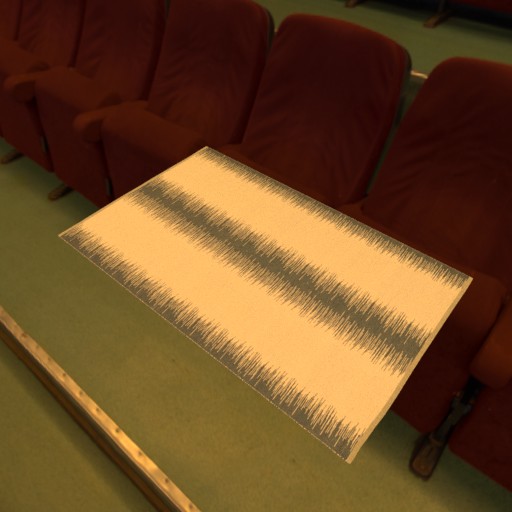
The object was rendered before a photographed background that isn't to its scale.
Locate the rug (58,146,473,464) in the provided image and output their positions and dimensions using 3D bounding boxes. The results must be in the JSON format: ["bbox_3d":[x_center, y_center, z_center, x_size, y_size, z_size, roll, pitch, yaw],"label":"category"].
[{"bbox_3d":[0.000,0.000,3.042,2.453,0.003,1.519,31,54,26],"label":"rug"}]
